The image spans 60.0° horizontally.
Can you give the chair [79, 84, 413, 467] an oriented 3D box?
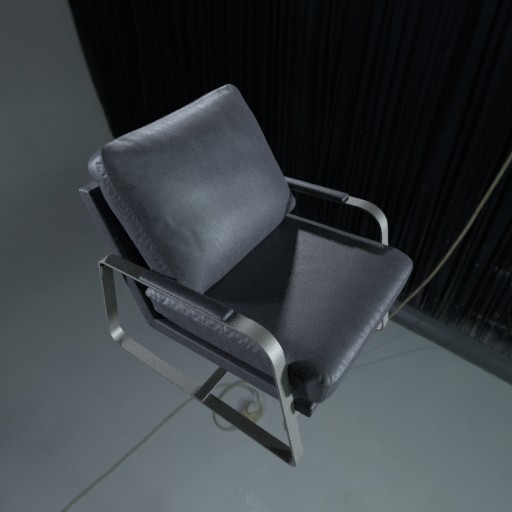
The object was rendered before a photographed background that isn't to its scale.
[{"bbox_3d":[0.000,0.000,1.455,0.878,0.839,0.692,26,48,26],"label":"chair"}]
